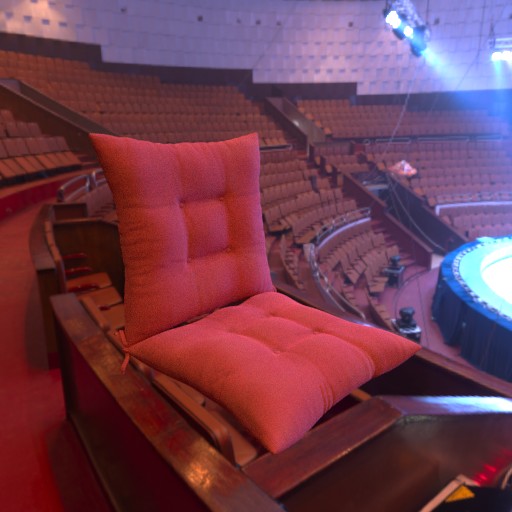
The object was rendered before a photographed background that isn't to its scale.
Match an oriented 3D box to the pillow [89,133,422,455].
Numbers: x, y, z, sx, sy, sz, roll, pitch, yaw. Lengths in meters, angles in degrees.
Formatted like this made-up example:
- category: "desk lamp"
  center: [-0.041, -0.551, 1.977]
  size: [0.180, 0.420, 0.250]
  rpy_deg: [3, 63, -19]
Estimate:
- category: "pillow"
  center: [0.000, 0.000, 0.995]
  size: [0.585, 0.536, 0.541]
  rpy_deg: [15, 21, 43]
